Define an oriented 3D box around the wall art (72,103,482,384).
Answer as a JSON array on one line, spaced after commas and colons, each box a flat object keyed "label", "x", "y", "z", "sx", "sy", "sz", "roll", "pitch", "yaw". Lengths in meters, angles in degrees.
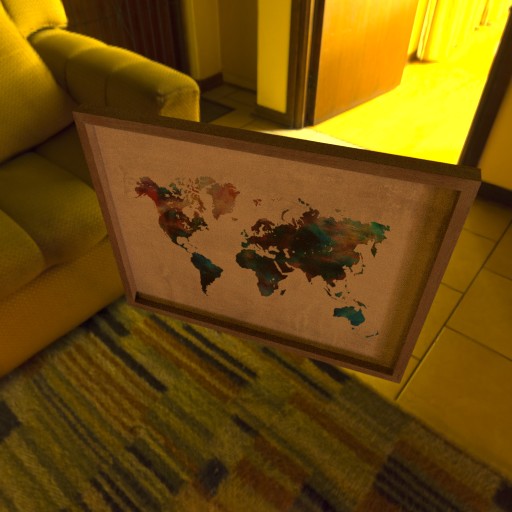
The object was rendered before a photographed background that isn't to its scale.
[{"label": "wall art", "x": 0.000, "y": 0.000, "z": 1.726, "sx": 1.320, "sy": 1.009, "sz": 0.070, "roll": 13, "pitch": 44, "yaw": 14}]
